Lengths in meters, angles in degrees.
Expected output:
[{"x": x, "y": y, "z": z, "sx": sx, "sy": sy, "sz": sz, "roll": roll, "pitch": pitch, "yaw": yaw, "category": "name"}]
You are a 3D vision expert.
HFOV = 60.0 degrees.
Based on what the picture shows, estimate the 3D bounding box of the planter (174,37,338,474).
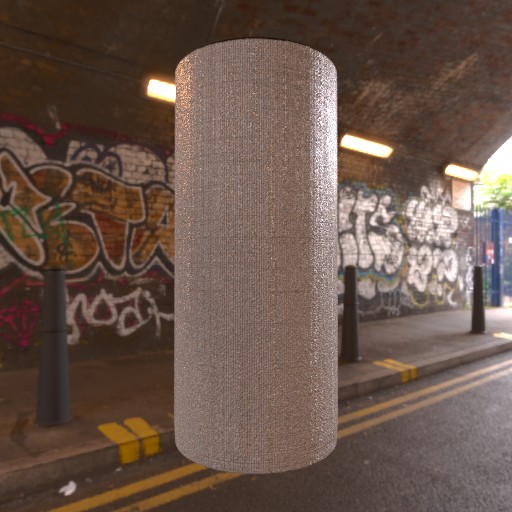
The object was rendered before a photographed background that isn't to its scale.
[{"x": 0.000, "y": 0.000, "z": 0.126, "sx": 0.045, "sy": 0.103, "sz": 0.045, "roll": 0, "pitch": -1, "yaw": 0, "category": "planter"}]
